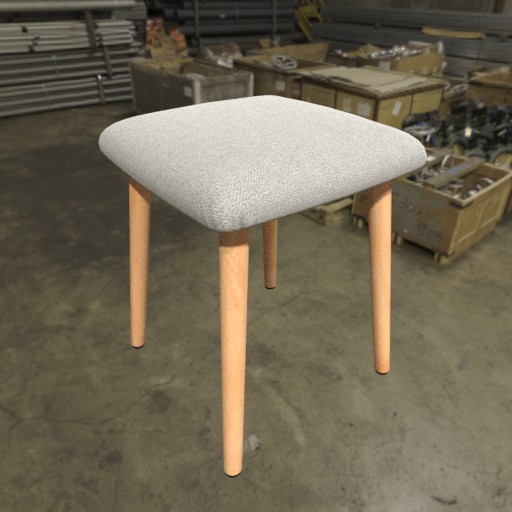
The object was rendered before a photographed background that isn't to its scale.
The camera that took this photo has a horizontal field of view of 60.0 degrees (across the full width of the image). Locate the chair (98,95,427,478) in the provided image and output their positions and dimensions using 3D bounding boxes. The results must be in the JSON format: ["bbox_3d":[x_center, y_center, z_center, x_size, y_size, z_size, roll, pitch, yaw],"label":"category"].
[{"bbox_3d":[0.000,0.000,0.702,0.350,0.440,0.350,-21,37,-31],"label":"chair"}]
